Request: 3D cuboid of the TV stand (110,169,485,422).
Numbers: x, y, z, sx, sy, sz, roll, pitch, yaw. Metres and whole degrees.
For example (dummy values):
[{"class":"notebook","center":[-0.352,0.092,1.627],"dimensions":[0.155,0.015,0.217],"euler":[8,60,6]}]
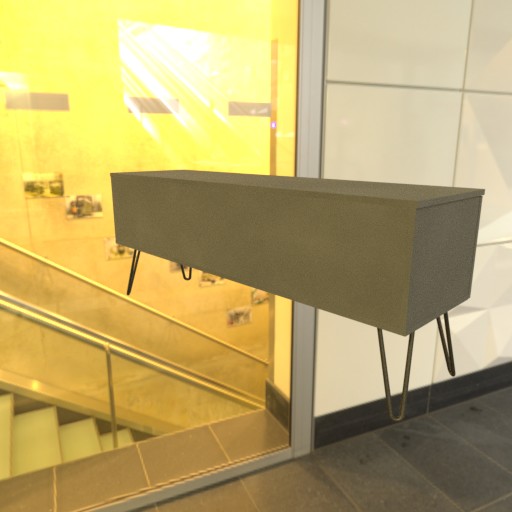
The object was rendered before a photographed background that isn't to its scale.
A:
[{"class":"TV stand","center":[0.000,0.000,1.630],"dimensions":[0.400,0.560,1.400],"euler":[-13,19,-43]}]
